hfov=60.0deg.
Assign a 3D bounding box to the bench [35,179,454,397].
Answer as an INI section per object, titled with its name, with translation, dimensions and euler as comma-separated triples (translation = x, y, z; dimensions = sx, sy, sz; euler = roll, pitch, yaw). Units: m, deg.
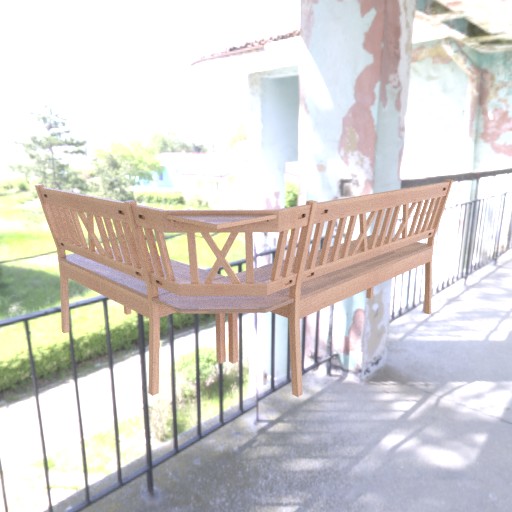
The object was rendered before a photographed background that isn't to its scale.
[bench]
translation = 0.000, 0.000, 2.717
dimensions = 1.537, 0.902, 1.937
euler = 14, 20, 43
